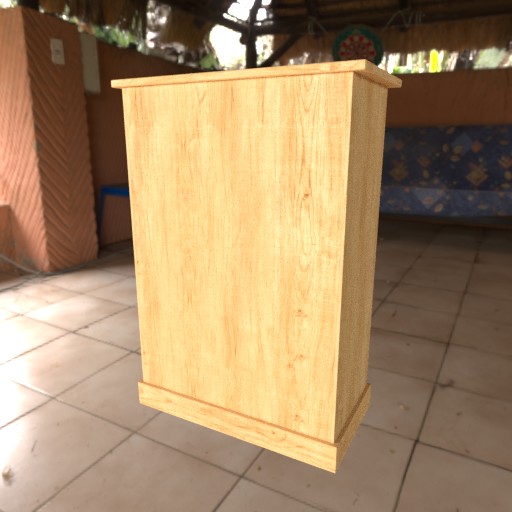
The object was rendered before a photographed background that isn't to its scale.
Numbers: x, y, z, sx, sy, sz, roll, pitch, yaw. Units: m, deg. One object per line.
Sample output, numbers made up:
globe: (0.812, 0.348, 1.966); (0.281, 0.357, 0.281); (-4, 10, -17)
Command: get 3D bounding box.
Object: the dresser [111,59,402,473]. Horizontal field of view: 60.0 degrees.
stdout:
dresser: (0.000, 0.000, 1.739); (0.915, 1.300, 0.485); (8, 17, 27)
